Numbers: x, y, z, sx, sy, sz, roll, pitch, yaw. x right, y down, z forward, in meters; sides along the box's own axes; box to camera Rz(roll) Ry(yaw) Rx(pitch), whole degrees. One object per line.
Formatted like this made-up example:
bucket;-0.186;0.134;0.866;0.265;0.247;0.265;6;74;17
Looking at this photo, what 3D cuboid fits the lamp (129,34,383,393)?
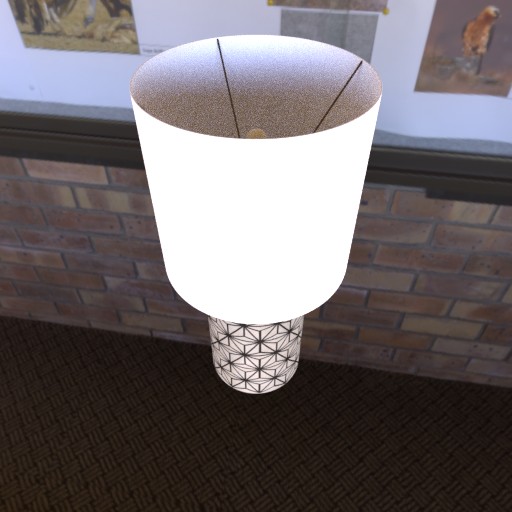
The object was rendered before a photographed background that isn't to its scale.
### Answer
lamp;0.000;0.000;0.513;0.206;0.416;0.206;-16;46;-16
